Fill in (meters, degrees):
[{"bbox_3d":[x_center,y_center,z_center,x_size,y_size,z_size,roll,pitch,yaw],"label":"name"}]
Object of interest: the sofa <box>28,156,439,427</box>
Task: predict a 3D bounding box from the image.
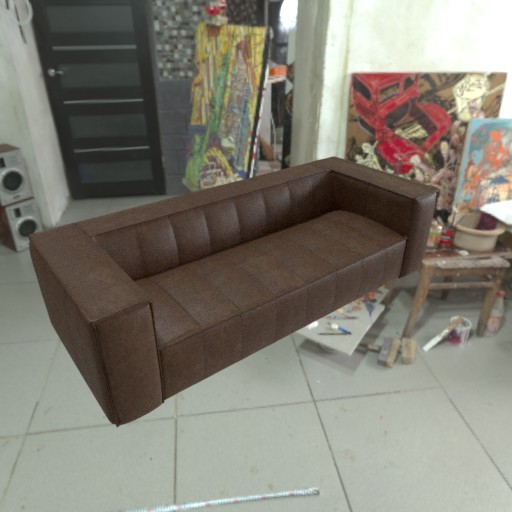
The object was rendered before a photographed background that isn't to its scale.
[{"bbox_3d":[0.000,0.000,3.022,2.581,0.701,1.102,-21,35,-32],"label":"sofa"}]
